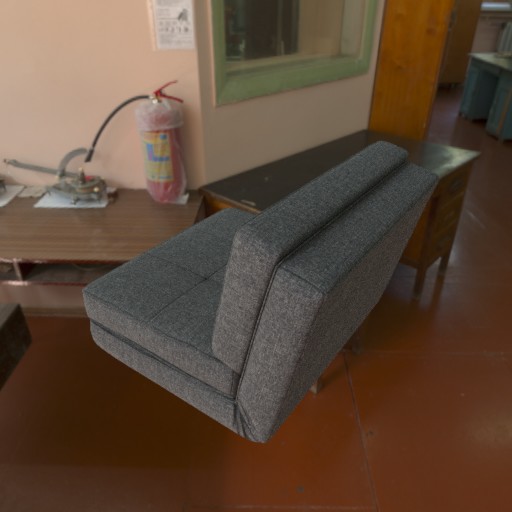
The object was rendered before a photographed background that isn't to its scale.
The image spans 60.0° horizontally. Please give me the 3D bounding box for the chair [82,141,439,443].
[{"bbox_3d":[0.000,0.000,1.340,0.800,0.615,0.740,20,36,30],"label":"chair"}]
